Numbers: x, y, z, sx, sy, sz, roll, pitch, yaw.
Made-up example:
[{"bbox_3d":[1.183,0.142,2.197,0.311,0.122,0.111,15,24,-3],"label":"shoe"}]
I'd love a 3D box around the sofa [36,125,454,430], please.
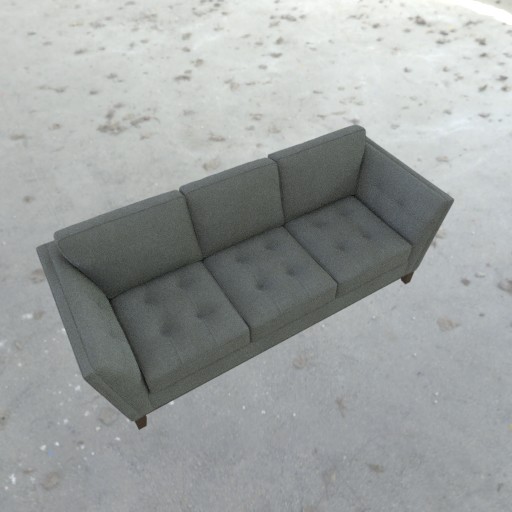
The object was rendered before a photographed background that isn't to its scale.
[{"bbox_3d":[0.000,0.000,2.905,2.387,0.940,0.965,-24,52,-20],"label":"sofa"}]
